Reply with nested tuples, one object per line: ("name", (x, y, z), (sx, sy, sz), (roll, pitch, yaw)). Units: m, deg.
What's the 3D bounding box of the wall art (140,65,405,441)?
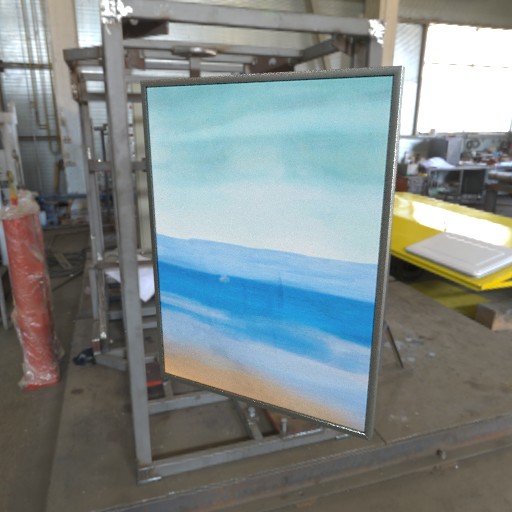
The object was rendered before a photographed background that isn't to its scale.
("wall art", (0.000, 0.000, 1.396), (0.803, 1.062, 0.041), (8, 18, 26))
